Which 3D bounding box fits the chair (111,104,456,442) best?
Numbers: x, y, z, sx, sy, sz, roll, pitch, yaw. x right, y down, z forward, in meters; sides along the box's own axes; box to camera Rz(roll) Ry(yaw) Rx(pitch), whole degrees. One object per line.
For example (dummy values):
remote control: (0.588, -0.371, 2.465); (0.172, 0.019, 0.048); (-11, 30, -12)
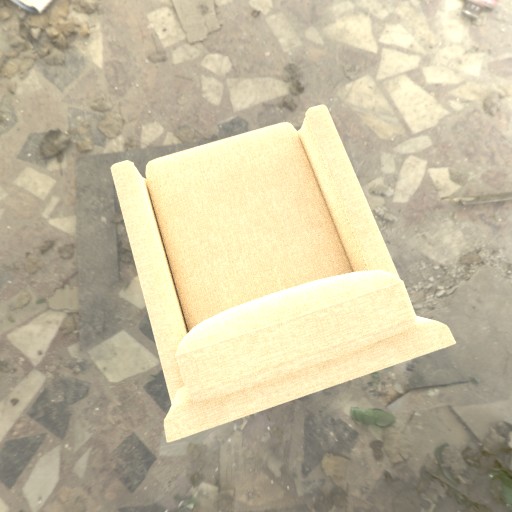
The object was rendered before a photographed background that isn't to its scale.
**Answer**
chair: (0.000, 0.000, 1.709); (0.838, 0.940, 1.041); (-17, 75, -5)
